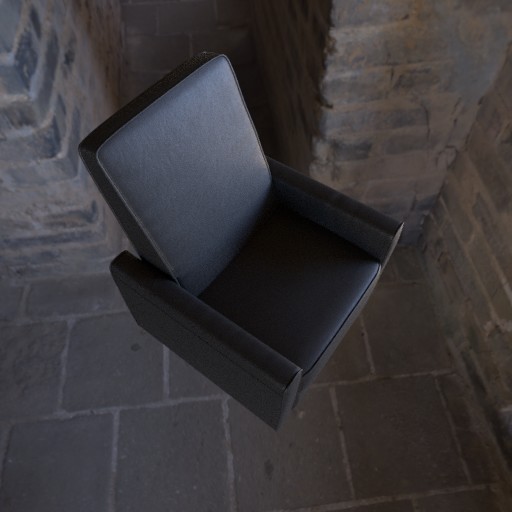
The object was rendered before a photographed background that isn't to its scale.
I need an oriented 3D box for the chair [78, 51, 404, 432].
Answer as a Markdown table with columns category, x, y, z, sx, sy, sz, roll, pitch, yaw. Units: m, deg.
| category | x | y | z | sx | sy | sz | roll | pitch | yaw |
| --- | --- | --- | --- | --- | --- | --- | --- | --- | --- |
| chair | 0.000 | 0.000 | 1.494 | 0.746 | 1.013 | 0.705 | 32 | 63 | 19 |
